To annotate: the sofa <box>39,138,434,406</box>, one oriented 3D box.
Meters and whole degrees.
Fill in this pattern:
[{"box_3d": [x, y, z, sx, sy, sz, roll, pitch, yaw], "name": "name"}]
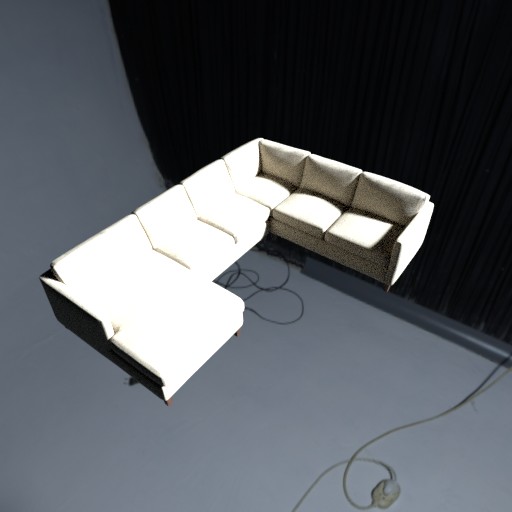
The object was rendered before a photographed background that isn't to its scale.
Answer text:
[{"box_3d": [0.000, 0.000, 4.764, 2.593, 0.959, 3.460, 26, 47, 27], "name": "sofa"}]
